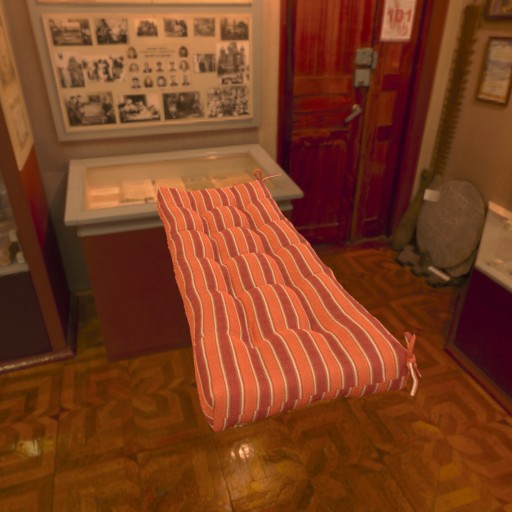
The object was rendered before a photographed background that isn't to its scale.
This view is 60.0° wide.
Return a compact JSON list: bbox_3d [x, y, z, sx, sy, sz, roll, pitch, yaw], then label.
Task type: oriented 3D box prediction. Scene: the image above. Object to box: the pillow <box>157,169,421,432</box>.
[{"bbox_3d":[0.000,0.000,1.346,0.511,0.174,1.194,-8,30,-14],"label":"pillow"}]
